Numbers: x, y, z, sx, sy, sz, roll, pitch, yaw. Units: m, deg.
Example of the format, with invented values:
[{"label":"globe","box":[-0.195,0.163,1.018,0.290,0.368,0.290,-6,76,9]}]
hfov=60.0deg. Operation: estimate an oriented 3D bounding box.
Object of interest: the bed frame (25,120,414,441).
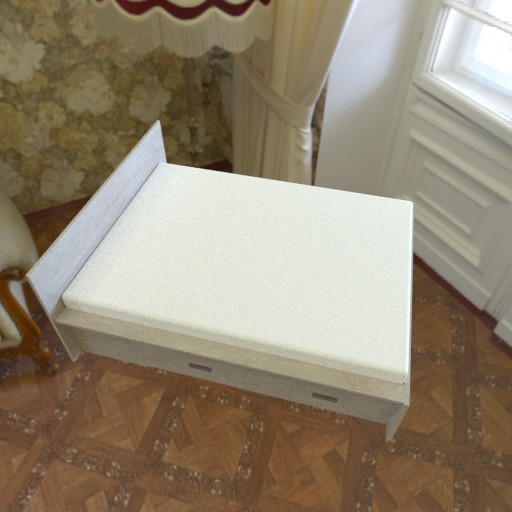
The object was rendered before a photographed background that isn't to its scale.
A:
[{"label":"bed frame","box":[0.000,0.000,2.877,1.960,0.800,1.622,11,46,10]}]
